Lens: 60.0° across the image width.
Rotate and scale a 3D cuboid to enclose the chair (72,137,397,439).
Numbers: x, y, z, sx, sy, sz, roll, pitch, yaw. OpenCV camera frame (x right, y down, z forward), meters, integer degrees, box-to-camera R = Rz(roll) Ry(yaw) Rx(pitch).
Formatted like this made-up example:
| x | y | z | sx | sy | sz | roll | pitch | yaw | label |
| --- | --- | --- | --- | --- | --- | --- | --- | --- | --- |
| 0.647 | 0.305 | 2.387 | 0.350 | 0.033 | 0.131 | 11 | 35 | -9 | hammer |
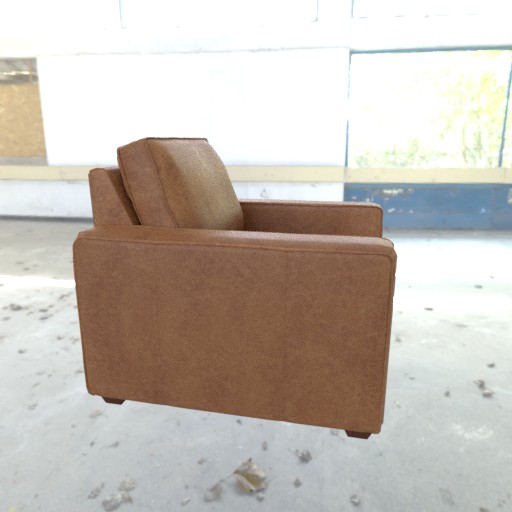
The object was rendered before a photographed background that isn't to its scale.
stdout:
| x | y | z | sx | sy | sz | roll | pitch | yaw | label |
| --- | --- | --- | --- | --- | --- | --- | --- | --- | --- |
| 0.000 | 0.000 | 1.737 | 1.027 | 0.901 | 0.987 | 3 | 15 | 9 | chair |
